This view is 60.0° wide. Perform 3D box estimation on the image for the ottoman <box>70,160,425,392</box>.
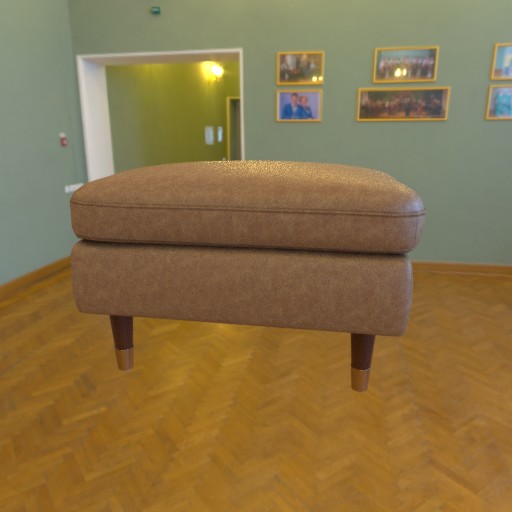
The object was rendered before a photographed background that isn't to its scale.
[{"bbox_3d":[0.000,0.000,1.152,0.747,0.478,0.593,3,15,9],"label":"ottoman"}]
